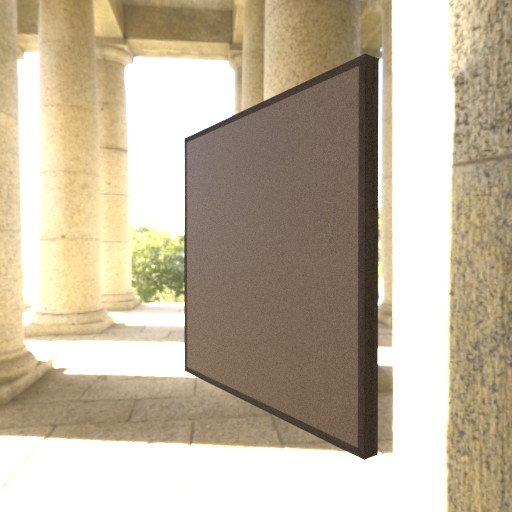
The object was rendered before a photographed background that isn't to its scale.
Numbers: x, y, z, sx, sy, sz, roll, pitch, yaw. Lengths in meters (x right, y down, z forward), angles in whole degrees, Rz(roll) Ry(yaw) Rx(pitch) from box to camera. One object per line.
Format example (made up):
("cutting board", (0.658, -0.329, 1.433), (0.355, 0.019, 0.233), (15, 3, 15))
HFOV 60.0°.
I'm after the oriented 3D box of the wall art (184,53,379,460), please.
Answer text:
("wall art", (0.000, 0.000, 1.152), (0.038, 0.762, 0.762), (0, 1, -35))
